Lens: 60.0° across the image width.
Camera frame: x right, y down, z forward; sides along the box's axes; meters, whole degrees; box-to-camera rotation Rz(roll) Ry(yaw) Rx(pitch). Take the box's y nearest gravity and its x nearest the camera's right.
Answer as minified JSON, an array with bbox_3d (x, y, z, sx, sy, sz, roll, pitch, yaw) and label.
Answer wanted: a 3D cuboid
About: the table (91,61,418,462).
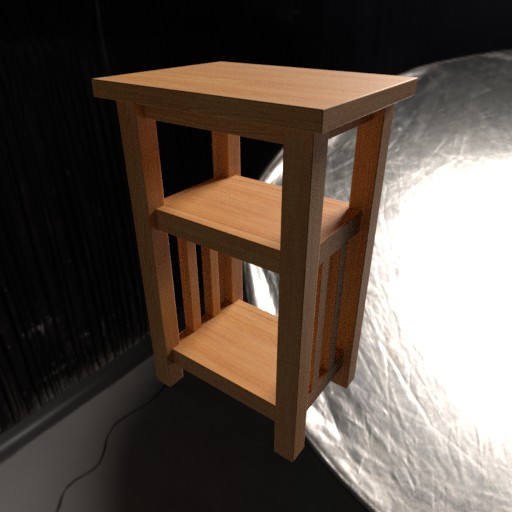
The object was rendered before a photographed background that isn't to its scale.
[{"bbox_3d":[0.000,0.000,0.732,0.350,0.550,0.270,20,35,31],"label":"table"}]
